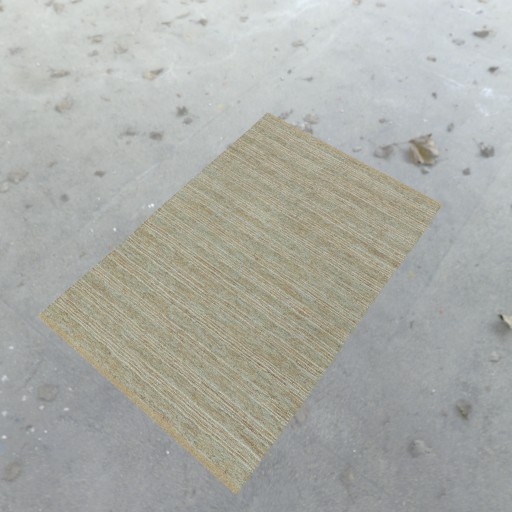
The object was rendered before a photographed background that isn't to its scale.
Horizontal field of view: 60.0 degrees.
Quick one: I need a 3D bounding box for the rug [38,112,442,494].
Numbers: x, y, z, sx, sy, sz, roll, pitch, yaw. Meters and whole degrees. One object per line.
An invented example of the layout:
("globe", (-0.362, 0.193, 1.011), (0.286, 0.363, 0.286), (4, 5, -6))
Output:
("rug", (0.000, 0.000, 2.307), (1.240, 0.010, 1.824), (34, 64, 19))
